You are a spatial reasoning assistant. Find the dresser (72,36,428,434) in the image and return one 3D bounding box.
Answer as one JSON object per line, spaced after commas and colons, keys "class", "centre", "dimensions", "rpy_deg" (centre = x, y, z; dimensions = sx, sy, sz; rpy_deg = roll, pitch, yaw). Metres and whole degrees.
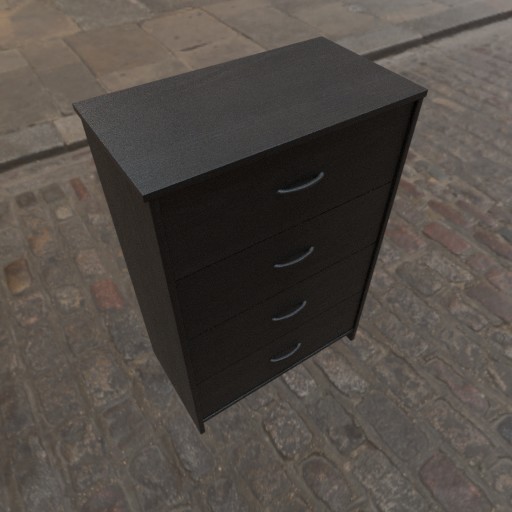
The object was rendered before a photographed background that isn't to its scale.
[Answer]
{"class": "dresser", "centre": [0.000, 0.000, 1.353], "dimensions": [0.700, 1.020, 0.398], "rpy_deg": [-25, 51, -22]}
